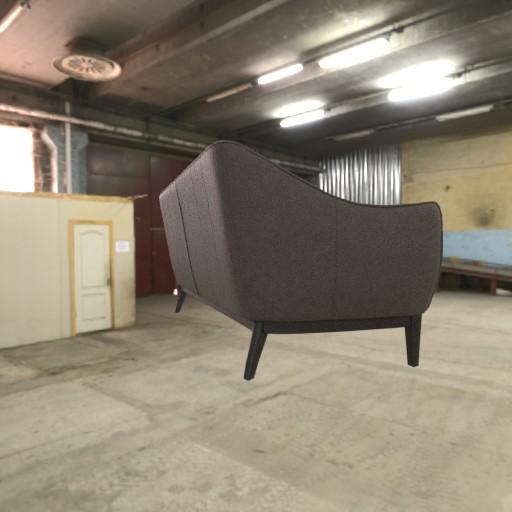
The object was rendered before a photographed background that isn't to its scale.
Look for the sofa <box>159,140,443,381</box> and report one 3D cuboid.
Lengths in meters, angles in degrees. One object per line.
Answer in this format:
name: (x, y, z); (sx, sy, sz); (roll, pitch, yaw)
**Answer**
sofa: (0.000, 0.000, 2.412); (0.869, 0.831, 1.928); (0, 1, -19)
